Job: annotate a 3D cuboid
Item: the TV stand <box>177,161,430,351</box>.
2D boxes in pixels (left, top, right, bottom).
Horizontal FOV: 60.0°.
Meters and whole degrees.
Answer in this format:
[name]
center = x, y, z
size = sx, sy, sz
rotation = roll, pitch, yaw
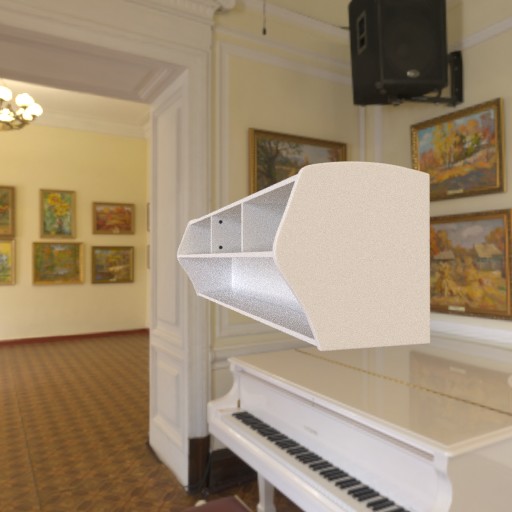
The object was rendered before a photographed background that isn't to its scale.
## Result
[TV stand]
center = 0.000, 0.000, 1.700
size = 0.397, 0.424, 1.473
rotation = 0, 0, -18
